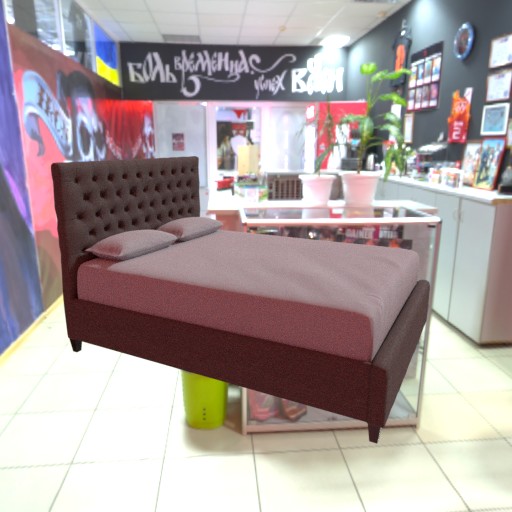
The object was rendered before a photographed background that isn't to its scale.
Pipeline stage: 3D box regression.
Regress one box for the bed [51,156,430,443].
[{"bbox_3d":[0.000,0.000,3.412,2.387,1.427,1.698,7,16,27],"label":"bed"}]
